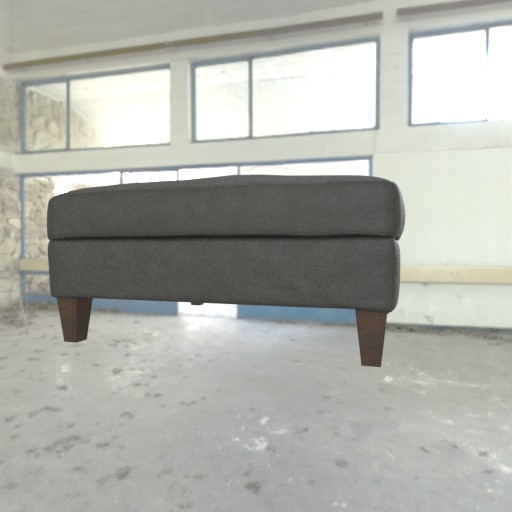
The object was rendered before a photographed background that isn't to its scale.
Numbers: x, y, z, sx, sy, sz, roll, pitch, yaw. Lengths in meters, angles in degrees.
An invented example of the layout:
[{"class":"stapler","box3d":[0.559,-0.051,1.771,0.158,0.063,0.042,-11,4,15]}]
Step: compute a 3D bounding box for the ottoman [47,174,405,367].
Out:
[{"class":"ottoman","box3d":[0.000,0.000,1.336,0.844,0.415,0.836,0,1,18]}]
